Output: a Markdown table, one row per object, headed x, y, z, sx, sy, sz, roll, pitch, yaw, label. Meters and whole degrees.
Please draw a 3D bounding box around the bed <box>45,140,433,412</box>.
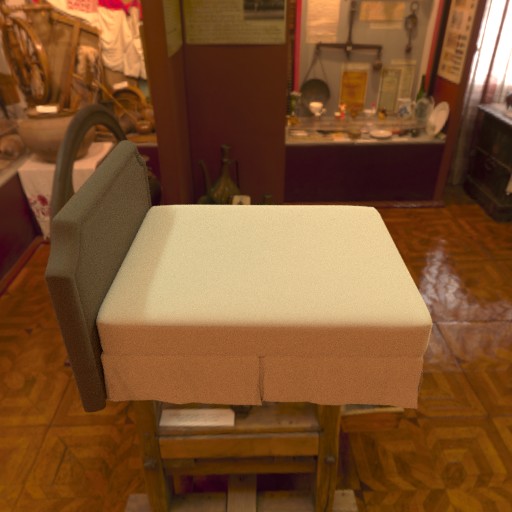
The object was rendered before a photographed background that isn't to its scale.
| x | y | z | sx | sy | sz | roll | pitch | yaw | label |
| --- | --- | --- | --- | --- | --- | --- | --- | --- | --- |
| 0.000 | 0.000 | 3.246 | 2.181 | 1.297 | 1.831 | 0 | 32 | 0 | bed |
